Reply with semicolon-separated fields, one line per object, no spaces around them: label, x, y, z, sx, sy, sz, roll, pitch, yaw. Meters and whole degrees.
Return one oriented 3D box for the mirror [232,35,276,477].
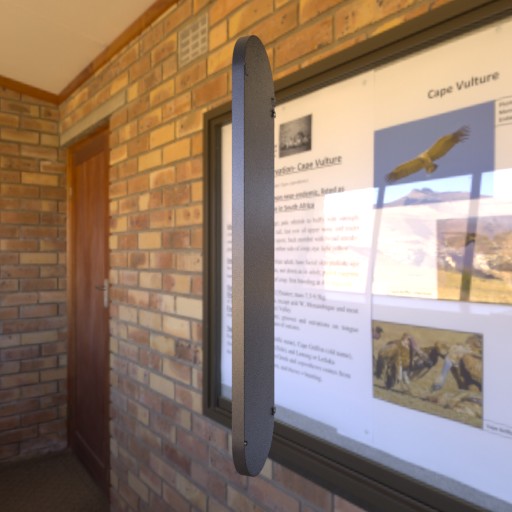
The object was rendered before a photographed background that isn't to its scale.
mirror;0.000;0.000;1.022;0.032;0.991;0.222;0;0;19
